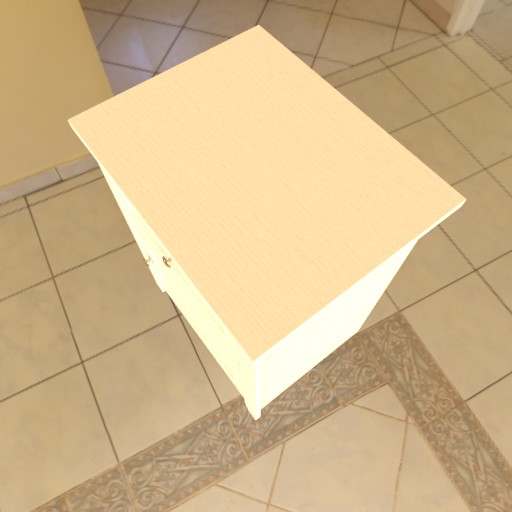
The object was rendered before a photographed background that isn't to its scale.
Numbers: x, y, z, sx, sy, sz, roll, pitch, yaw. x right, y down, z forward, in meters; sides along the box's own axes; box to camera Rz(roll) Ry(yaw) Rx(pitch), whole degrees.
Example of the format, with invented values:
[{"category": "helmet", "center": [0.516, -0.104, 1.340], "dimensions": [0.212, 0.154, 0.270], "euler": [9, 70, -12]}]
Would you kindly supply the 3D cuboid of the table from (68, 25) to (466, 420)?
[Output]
[{"category": "table", "center": [0.000, 0.000, 0.941], "dimensions": [0.381, 0.635, 0.480], "euler": [-34, 68, -16]}]
